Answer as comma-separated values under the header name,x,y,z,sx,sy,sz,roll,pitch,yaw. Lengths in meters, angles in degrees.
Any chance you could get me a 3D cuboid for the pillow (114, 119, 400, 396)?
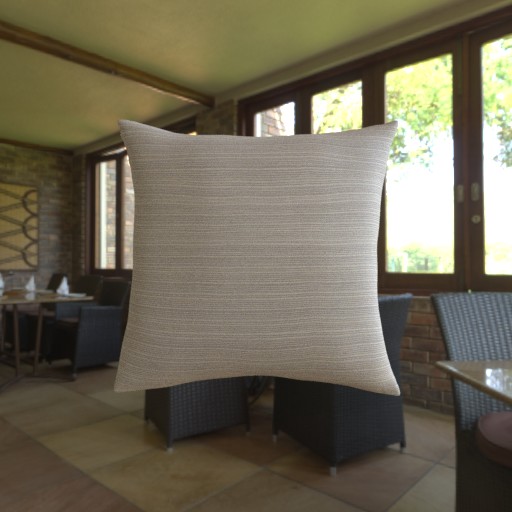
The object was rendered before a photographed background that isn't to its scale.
name,x,y,z,sx,sy,sz,roll,pitch,yaw
pillow,0.000,0.000,0.793,0.512,0.497,0.204,0,-1,1
